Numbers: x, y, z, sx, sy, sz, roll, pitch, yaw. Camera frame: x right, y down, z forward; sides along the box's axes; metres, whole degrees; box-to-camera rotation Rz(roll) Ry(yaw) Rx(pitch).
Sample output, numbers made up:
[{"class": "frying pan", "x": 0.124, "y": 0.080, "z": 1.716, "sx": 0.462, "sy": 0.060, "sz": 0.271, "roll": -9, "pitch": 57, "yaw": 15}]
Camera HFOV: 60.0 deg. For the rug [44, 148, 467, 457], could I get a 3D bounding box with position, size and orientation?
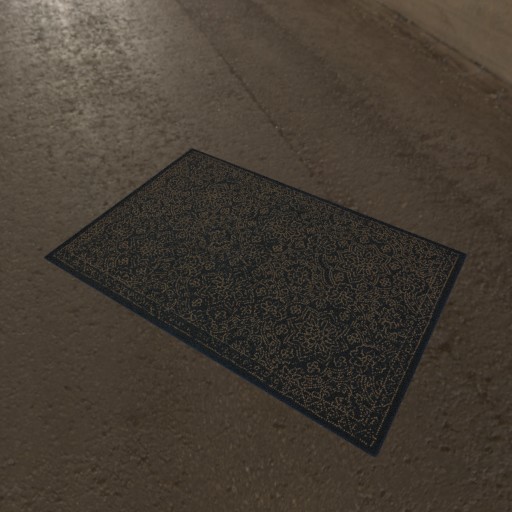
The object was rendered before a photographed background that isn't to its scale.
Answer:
[{"class": "rug", "x": 0.000, "y": 0.000, "z": 2.294, "sx": 1.829, "sy": 0.010, "sz": 1.219, "roll": 25, "pitch": 51, "yaw": 22}]
